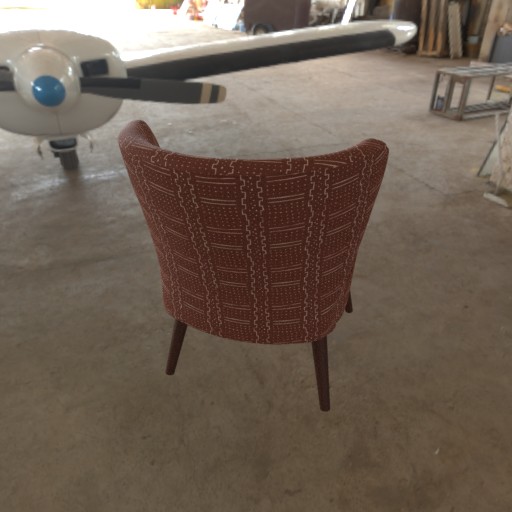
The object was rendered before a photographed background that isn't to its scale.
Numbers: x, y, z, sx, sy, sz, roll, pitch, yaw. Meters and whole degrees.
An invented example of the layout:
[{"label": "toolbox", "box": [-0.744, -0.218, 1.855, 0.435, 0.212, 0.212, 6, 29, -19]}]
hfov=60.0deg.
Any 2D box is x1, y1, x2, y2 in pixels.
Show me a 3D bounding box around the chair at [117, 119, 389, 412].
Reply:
[{"label": "chair", "box": [0.000, 0.000, 1.407, 0.706, 0.866, 0.758, 9, 32, 14]}]
